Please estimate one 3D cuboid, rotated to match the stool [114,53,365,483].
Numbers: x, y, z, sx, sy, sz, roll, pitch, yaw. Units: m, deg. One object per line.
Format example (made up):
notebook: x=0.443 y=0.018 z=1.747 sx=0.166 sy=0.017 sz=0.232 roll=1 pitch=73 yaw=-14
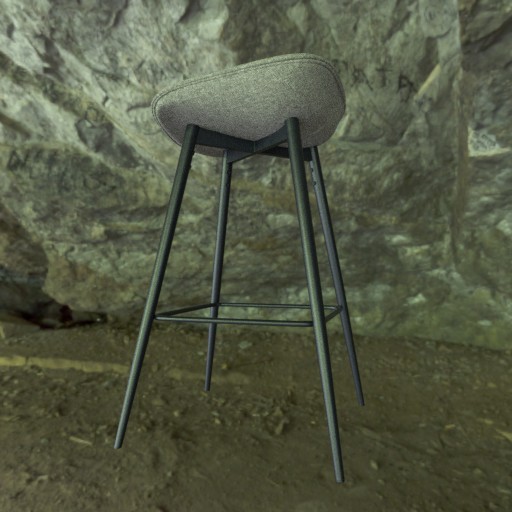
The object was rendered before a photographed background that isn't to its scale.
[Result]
stool: x=0.000 y=0.000 z=1.086 sx=0.480 sy=0.814 sz=0.469 roll=0 pitch=-1 yaw=18
